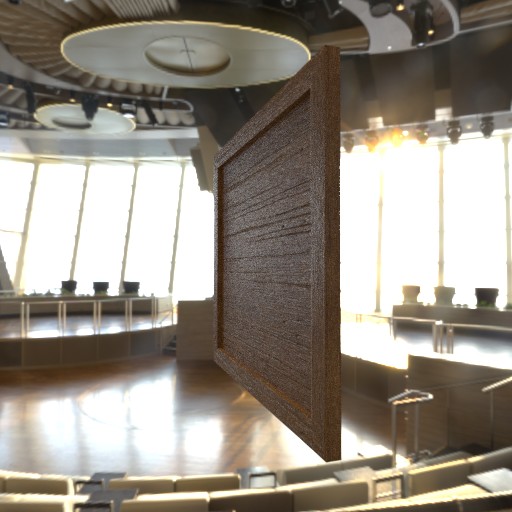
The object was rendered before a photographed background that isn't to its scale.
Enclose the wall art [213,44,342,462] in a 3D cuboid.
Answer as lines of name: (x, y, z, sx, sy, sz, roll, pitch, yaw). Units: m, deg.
wall art: (0.000, 0.000, 0.954, 0.026, 0.588, 0.690, 0, -1, -19)
